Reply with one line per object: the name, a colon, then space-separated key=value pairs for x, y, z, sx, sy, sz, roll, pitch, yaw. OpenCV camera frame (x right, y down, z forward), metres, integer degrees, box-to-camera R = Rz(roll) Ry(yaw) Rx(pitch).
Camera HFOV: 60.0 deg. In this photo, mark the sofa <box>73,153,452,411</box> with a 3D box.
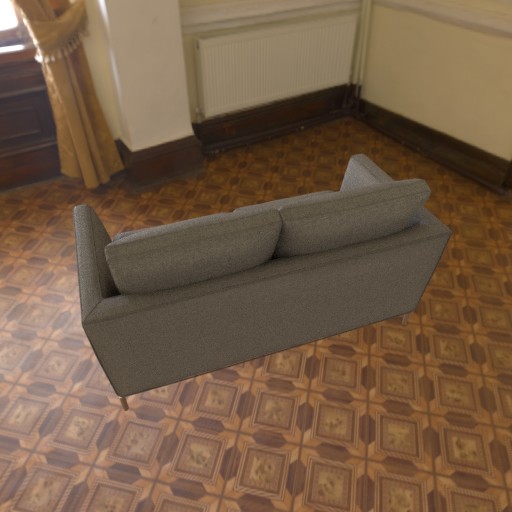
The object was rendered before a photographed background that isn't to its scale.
sofa: x=0.000 y=0.000 z=2.193 sx=1.594 sy=0.924 sz=0.803 roll=-13 pitch=42 yaw=-15
